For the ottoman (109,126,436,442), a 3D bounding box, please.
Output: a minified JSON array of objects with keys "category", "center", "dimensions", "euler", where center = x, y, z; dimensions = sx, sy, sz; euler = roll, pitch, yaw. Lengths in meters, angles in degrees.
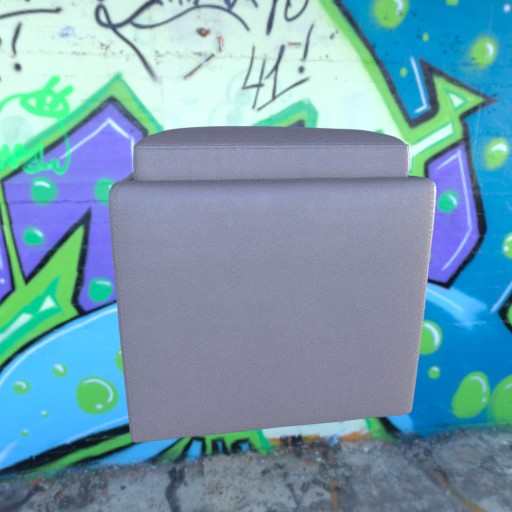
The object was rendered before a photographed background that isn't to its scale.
[{"category":"ottoman","center":[0.000,0.000,0.820],"dimensions":[0.450,0.460,0.451],"euler":[-2,15,-9]}]
